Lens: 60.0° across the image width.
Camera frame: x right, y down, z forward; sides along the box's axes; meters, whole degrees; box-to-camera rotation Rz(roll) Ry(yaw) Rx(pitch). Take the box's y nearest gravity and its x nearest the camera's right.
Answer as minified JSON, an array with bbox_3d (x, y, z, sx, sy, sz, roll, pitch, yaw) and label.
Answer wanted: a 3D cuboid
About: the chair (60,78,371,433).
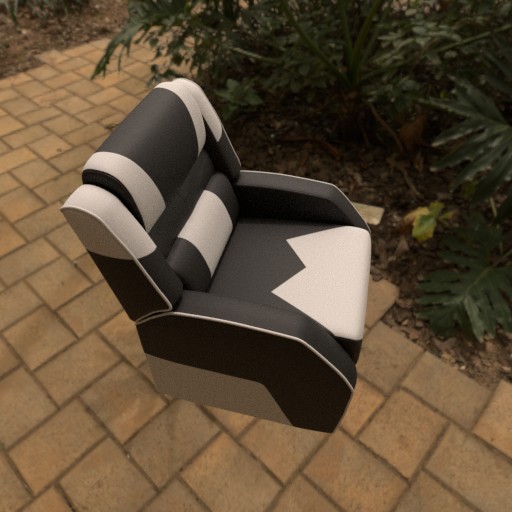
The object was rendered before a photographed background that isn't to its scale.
[{"bbox_3d":[0.000,0.000,1.289,0.672,0.805,0.620,10,47,10],"label":"chair"}]
